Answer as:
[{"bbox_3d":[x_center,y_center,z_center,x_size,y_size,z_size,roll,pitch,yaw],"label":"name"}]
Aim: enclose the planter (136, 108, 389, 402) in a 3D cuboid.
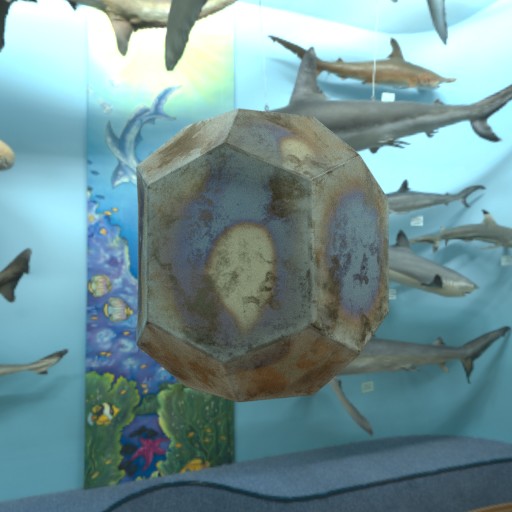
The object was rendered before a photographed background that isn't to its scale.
[{"bbox_3d":[0.000,0.000,0.422,0.221,0.238,0.243,0,-1,-18],"label":"planter"}]
